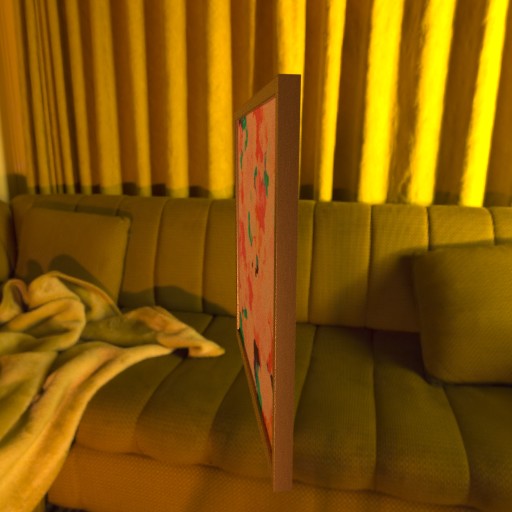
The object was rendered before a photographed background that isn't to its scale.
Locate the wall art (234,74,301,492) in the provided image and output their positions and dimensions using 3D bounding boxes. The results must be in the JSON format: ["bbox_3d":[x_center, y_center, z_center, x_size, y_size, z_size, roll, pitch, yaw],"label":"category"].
[{"bbox_3d":[0.000,0.000,1.148,0.036,0.765,0.767,-2,14,-8],"label":"wall art"}]
